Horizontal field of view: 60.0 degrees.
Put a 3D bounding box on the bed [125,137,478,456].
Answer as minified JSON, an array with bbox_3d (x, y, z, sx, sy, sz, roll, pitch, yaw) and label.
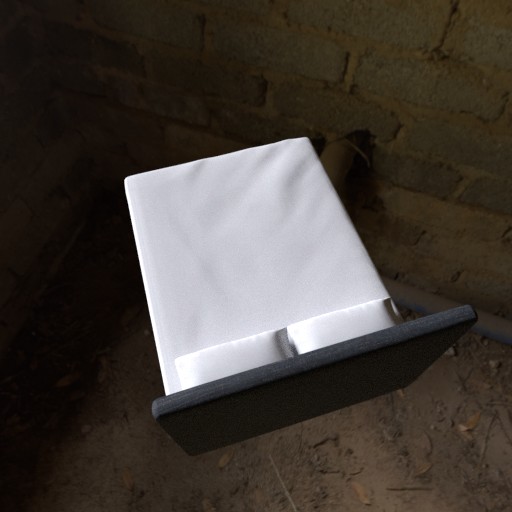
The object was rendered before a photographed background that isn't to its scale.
[{"bbox_3d":[0.000,0.000,3.142,1.723,1.330,2.142,-15,60,-9],"label":"bed"}]
